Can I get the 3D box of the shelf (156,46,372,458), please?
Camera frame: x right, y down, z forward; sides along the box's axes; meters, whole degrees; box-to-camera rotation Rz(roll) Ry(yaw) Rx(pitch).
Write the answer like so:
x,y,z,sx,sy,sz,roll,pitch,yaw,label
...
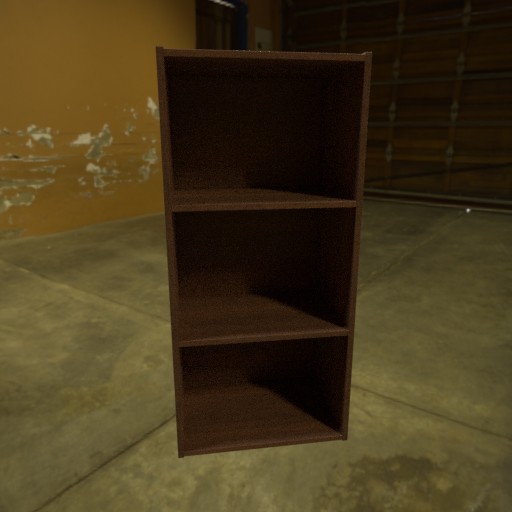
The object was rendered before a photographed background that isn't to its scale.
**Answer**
x,y,z,sx,sy,sz,roll,pitch,yaw,label
0.000,0.000,1.082,0.414,0.879,0.290,-2,16,-8,shelf
